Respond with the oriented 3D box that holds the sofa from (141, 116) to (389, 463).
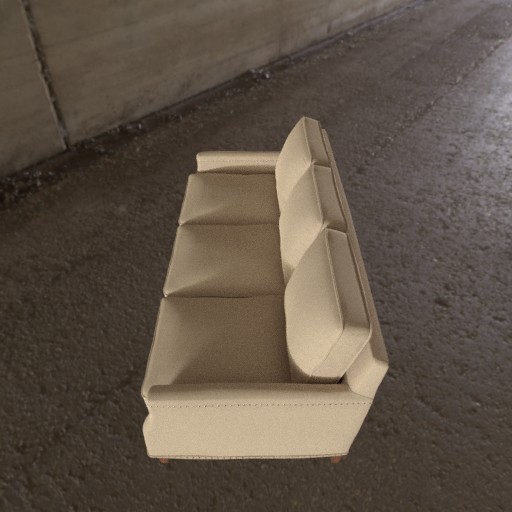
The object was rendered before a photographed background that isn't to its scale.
[{"bbox_3d":[0.000,0.000,2.797,1.084,1.003,2.246,0,41,0],"label":"sofa"}]
